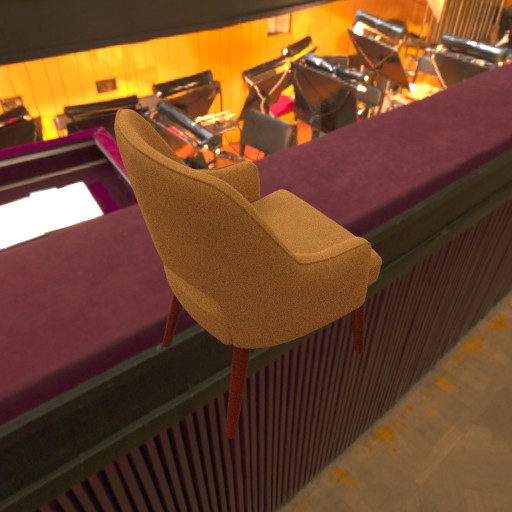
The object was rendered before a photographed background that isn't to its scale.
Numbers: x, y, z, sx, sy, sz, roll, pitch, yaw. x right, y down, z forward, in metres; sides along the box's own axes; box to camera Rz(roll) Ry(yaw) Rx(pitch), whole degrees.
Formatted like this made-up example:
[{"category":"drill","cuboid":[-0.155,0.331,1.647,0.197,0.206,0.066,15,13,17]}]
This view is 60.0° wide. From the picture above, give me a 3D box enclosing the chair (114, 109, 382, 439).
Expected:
[{"category":"chair","cuboid":[0.000,0.000,1.249,0.605,0.849,0.548,-25,46,-26]}]
